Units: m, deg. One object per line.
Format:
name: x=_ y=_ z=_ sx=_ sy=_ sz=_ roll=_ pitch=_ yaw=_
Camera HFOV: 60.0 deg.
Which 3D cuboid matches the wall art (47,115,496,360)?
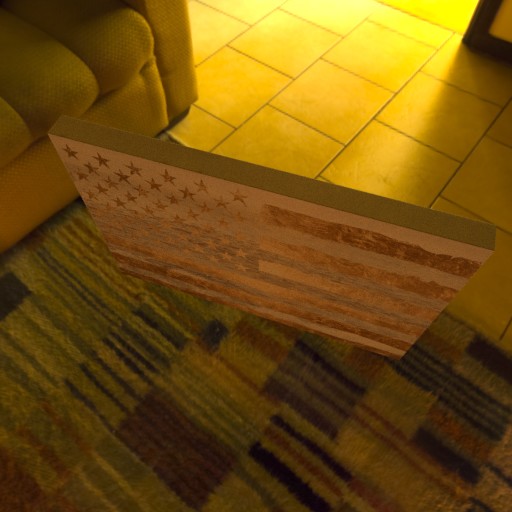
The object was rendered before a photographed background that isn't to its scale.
wall art: x=0.000 y=0.000 z=0.755 sx=0.606 sy=0.407 sz=0.041 roll=16 pitch=60 yaw=10
